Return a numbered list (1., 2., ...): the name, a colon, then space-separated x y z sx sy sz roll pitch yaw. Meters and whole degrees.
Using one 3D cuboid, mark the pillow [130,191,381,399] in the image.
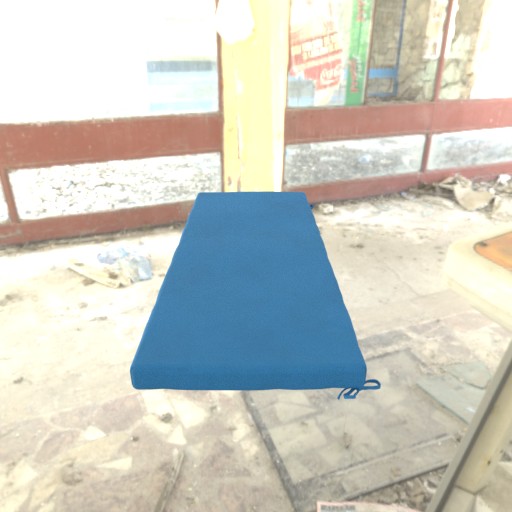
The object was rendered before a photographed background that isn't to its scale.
1. pillow: 0.000 0.000 1.363 0.492 0.081 1.187 0 25 0
